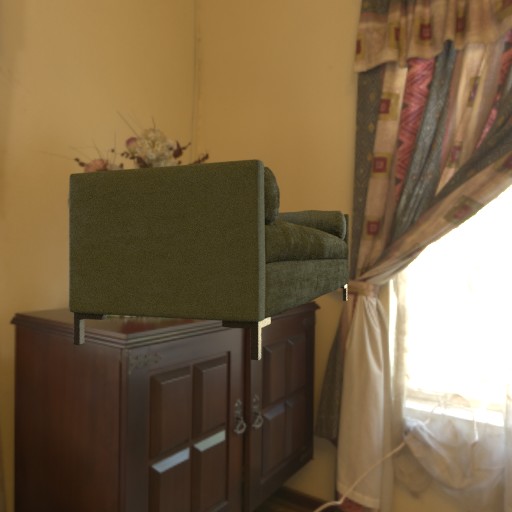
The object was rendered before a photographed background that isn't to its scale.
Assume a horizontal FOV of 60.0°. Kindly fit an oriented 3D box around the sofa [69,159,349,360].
[{"bbox_3d":[0.000,0.000,2.540,0.817,0.681,2.130,0,0,20],"label":"sofa"}]
